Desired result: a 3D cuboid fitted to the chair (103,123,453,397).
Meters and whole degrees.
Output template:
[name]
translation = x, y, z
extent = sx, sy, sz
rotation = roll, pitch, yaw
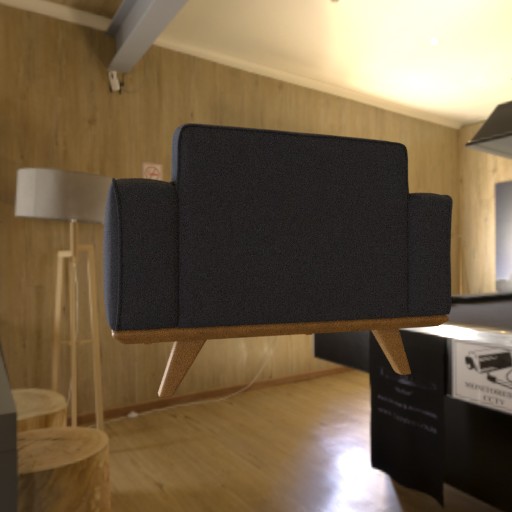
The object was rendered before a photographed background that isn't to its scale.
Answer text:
[chair]
translation = 0.000, 0.000, 1.733
extent = 1.118, 0.783, 0.953
rotation = 0, 0, -17
